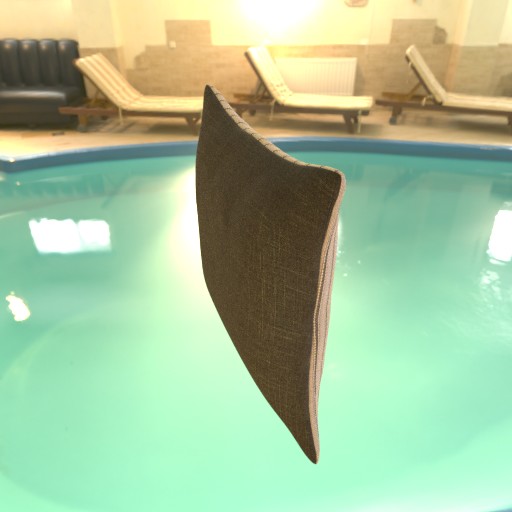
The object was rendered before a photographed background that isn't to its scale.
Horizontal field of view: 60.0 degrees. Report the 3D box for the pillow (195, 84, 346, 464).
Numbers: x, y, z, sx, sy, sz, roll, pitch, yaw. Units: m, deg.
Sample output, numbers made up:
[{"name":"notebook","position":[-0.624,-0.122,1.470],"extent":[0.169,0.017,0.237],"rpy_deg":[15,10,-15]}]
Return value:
[{"name":"pillow","position":[0.000,0.000,0.705],"extent":[0.138,0.444,0.468],"rpy_deg":[-11,33,-18]}]
